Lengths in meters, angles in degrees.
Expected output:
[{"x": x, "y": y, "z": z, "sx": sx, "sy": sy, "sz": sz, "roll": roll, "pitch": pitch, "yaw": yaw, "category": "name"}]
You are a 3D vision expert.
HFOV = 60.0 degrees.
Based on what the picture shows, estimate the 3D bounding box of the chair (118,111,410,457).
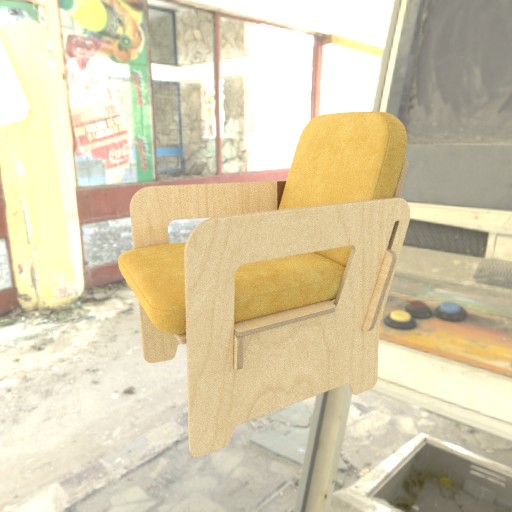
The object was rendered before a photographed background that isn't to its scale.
[{"x": 0.000, "y": 0.000, "z": 1.278, "sx": 0.710, "sy": 0.800, "sz": 0.590, "roll": -8, "pitch": 17, "yaw": -25, "category": "chair"}]
